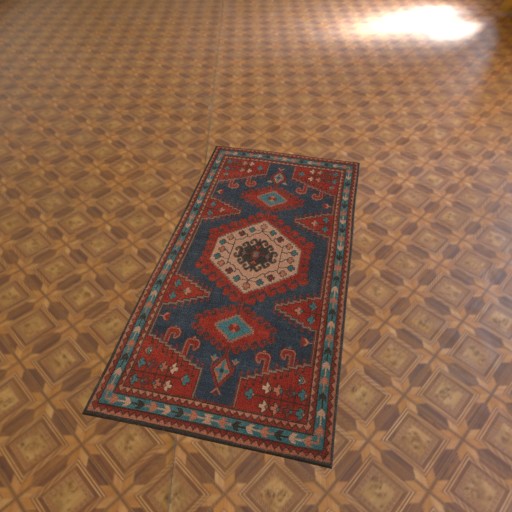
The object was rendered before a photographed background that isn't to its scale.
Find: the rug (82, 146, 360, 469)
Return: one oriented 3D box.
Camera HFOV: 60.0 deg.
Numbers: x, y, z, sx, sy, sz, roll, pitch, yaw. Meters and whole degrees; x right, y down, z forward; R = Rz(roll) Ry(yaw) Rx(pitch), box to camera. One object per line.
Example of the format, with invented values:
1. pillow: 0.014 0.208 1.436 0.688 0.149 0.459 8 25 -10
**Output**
1. rug: 0.000 0.000 3.606 1.522 0.034 3.032 9 47 8
